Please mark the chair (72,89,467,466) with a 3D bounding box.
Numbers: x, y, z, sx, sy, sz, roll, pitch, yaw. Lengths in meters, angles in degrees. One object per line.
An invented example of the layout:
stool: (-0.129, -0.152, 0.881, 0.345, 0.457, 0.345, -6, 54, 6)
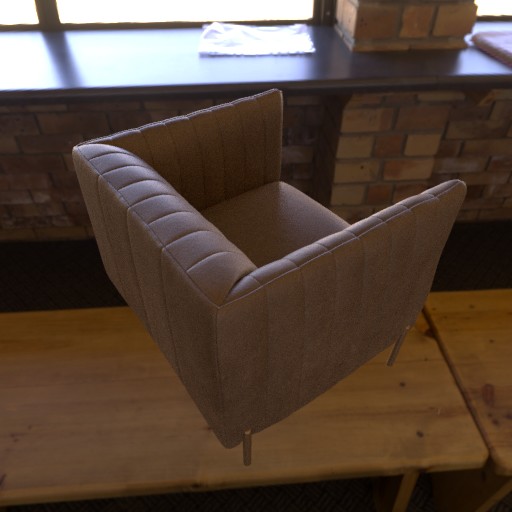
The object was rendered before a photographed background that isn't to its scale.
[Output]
chair: (0.000, 0.000, 1.601, 0.876, 0.779, 0.981, -25, 47, -26)
